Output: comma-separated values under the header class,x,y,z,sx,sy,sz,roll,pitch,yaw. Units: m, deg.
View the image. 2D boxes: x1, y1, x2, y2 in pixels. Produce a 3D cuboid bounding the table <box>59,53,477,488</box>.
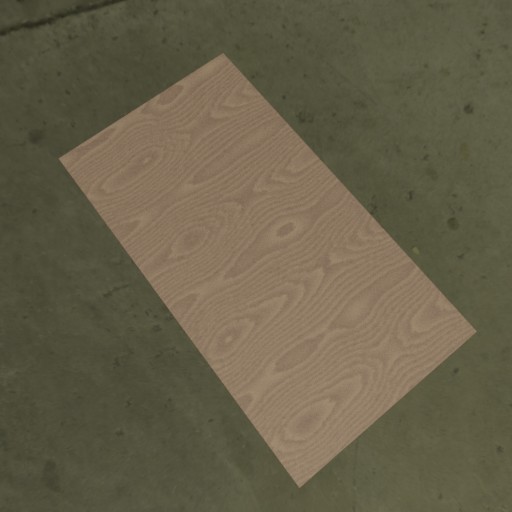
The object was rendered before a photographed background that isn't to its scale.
class,x,y,z,sx,sy,sz,roll,pitch,yaw
table,0.000,0.000,1.493,0.651,0.347,1.197,-37,77,-10
